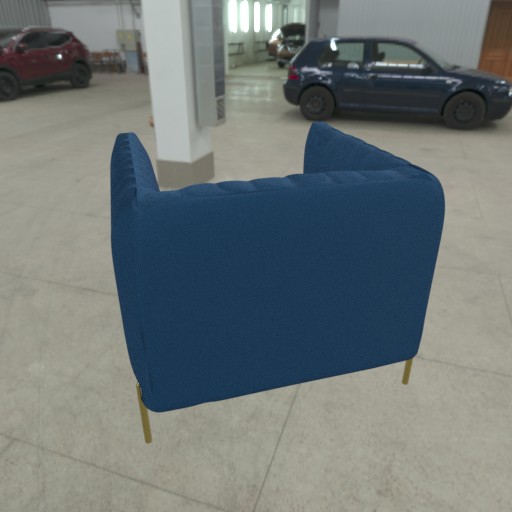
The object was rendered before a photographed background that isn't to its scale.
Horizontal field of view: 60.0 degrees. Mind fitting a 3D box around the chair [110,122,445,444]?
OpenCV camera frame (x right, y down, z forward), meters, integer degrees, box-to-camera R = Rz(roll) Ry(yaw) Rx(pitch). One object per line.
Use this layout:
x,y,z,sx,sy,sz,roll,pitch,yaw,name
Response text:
0.000,0.000,1.607,0.947,0.793,0.877,-8,28,-14,chair
